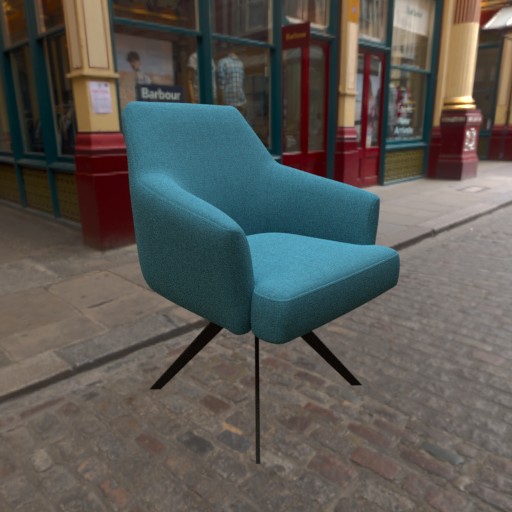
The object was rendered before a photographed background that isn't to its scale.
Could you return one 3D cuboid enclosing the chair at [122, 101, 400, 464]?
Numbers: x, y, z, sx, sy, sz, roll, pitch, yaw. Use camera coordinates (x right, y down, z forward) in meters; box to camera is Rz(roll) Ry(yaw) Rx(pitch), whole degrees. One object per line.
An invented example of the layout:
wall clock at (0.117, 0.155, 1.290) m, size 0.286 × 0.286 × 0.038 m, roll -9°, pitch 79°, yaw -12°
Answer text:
chair at (0.000, 0.000, 1.309) m, size 0.677 × 0.874 × 0.642 m, roll 15°, pitch 22°, yaw 42°
